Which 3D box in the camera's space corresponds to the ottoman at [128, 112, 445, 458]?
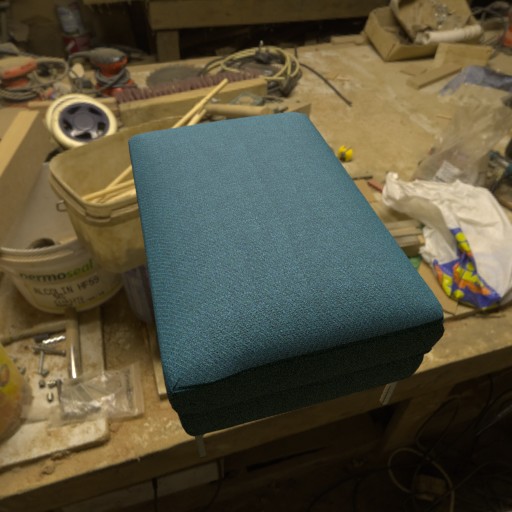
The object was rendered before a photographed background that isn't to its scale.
[{"bbox_3d":[0.000,0.000,1.201,0.563,0.498,0.856,-12,48,-11],"label":"ottoman"}]
